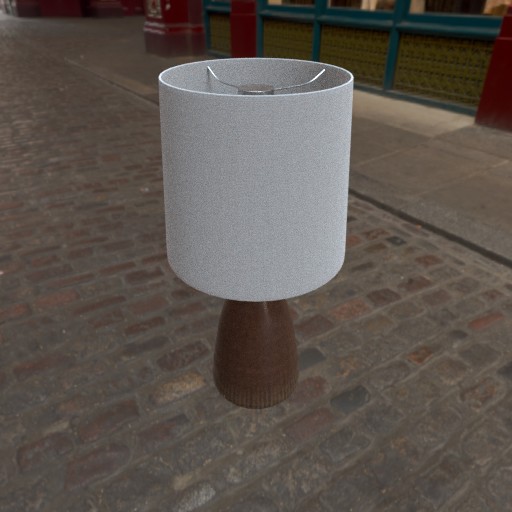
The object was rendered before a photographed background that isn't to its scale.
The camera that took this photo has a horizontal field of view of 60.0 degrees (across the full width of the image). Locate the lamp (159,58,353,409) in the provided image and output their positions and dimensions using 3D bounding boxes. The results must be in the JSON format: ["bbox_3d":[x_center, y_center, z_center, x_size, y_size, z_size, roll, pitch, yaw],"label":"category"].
[{"bbox_3d":[0.000,0.000,0.478,0.186,0.369,0.186,0,33,0],"label":"lamp"}]
